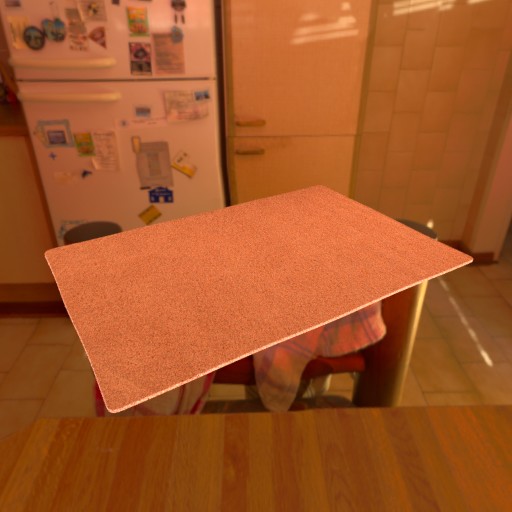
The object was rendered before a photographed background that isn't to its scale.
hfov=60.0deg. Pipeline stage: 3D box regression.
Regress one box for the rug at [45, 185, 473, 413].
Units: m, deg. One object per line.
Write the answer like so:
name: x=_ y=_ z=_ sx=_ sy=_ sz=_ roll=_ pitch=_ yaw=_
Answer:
rug: x=0.000 y=0.000 z=3.329 sx=2.700 sy=0.024 sz=1.801 roll=-17 pitch=34 yaw=-27
